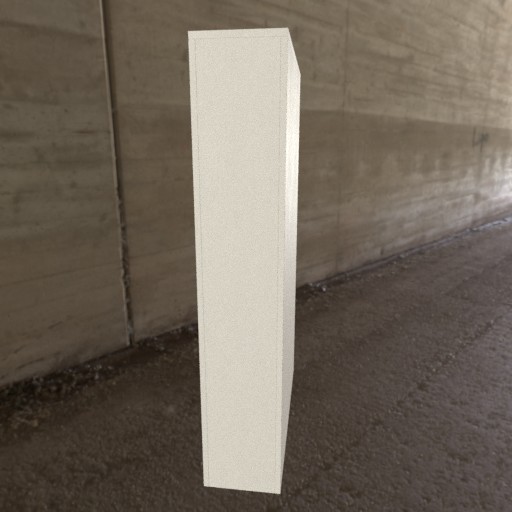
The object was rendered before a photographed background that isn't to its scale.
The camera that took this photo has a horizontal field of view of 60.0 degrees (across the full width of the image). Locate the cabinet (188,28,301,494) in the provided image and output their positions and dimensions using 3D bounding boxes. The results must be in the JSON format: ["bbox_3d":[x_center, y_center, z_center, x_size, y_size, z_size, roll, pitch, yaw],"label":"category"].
[{"bbox_3d":[0.000,0.000,1.550,0.250,1.280,0.750,2,15,7],"label":"cabinet"}]
